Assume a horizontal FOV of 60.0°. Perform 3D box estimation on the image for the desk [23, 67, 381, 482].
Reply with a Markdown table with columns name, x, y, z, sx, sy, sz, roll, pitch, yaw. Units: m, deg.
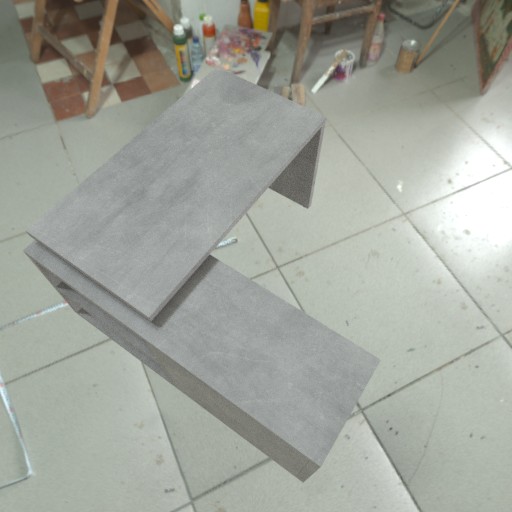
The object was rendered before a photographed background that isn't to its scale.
| name | x | y | z | sx | sy | sz | roll | pitch | yaw |
| --- | --- | --- | --- | --- | --- | --- | --- | --- | --- |
| desk | 0.000 | 0.000 | 2.252 | 1.500 | 0.740 | 1.400 | 31 | 64 | 17 |
